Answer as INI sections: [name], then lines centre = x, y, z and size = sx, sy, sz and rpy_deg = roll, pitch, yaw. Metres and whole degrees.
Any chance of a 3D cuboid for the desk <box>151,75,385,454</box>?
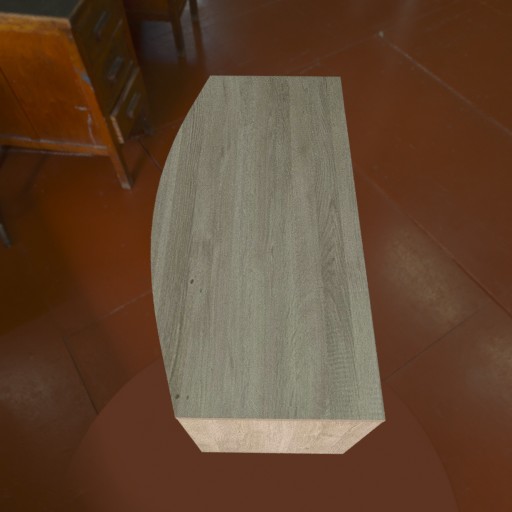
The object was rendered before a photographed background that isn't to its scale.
[desk]
centre = 0.000, 0.000, 2.073
size = 0.802, 0.752, 1.600
rpy_deg = 1, 59, 0
